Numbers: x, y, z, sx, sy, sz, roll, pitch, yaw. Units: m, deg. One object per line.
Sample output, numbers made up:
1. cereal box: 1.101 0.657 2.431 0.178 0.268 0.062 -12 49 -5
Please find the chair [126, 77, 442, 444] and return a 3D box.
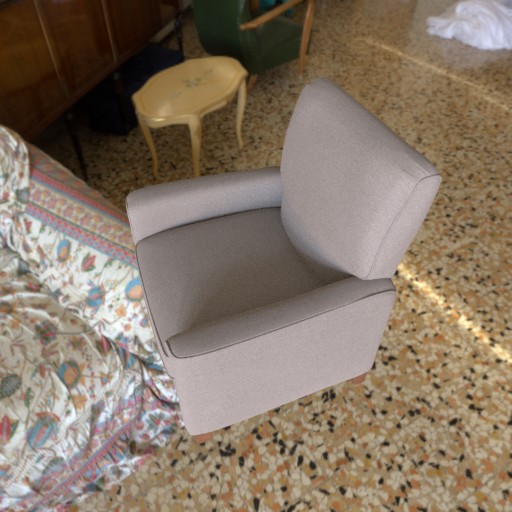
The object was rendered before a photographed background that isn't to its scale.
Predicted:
1. chair: 0.000 0.000 1.648 0.859 1.023 0.845 -15 47 -15
